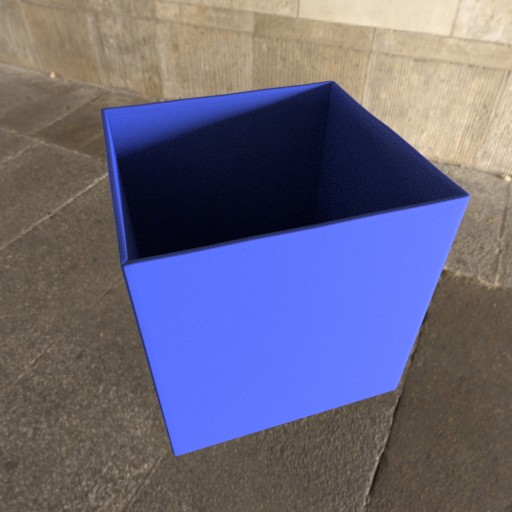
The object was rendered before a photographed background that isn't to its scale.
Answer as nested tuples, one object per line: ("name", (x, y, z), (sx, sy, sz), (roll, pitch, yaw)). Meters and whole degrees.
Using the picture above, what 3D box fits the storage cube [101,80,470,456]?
("storage cube", (0.000, 0.000, 0.498), (0.270, 0.280, 0.270), (-12, 43, -13))
